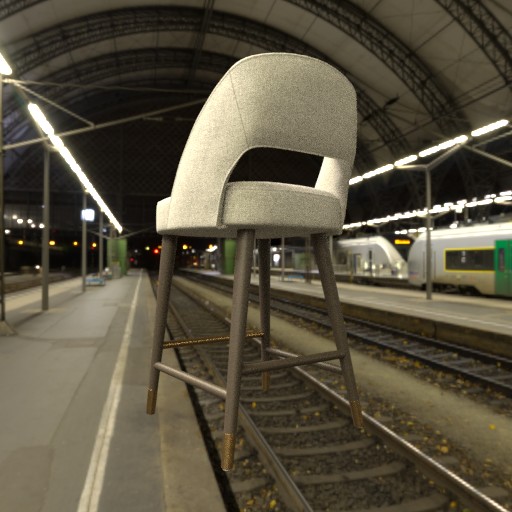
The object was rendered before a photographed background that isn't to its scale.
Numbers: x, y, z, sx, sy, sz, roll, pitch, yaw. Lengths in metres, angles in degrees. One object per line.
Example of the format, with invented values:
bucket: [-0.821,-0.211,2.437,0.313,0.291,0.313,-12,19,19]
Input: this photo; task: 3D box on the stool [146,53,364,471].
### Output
stool: [0.000,0.000,1.255,0.494,0.940,0.509,1,-1,-35]
